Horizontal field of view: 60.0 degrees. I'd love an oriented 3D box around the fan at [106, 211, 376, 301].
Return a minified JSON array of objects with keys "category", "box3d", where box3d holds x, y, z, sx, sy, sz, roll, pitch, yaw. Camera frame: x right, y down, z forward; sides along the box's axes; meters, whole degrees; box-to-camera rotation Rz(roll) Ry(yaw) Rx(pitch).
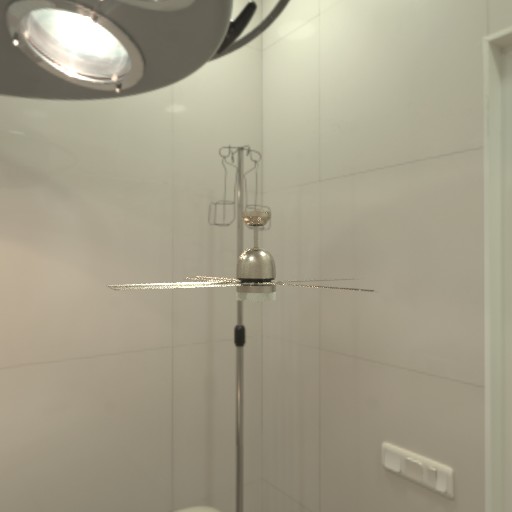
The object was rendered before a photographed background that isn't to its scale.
[{"category":"fan","box3d":[0.000,0.000,2.065,1.346,0.406,1.346,0,-1,-36]}]
